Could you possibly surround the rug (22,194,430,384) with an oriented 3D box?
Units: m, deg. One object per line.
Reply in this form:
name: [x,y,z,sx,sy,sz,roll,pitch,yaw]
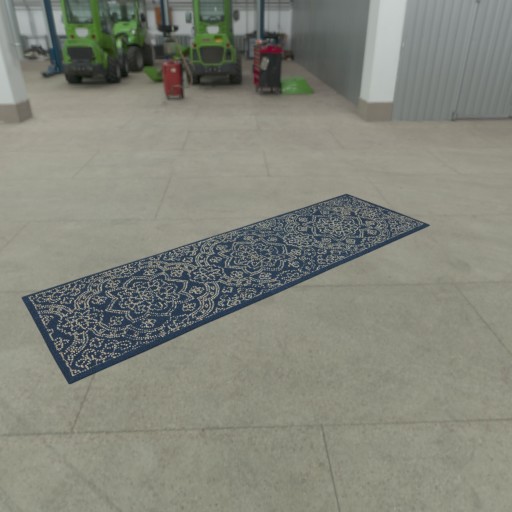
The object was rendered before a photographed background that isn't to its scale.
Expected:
rug: [0.000,0.000,2.656,2.448,0.012,0.769,-20,35,-32]
